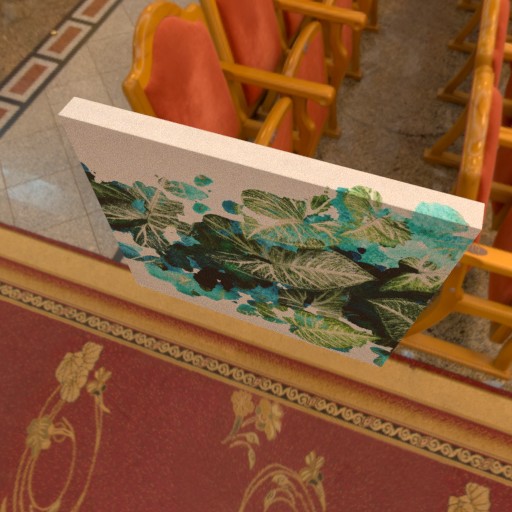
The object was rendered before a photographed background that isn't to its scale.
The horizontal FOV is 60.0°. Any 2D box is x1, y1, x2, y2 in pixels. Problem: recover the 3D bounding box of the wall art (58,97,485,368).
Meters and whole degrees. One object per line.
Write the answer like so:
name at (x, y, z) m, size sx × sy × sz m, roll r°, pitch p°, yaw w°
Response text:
wall art at (0.000, 0.000, 0.694) m, size 0.507 × 0.435 × 0.041 m, roll 17°, pitch 59°, yaw 11°
